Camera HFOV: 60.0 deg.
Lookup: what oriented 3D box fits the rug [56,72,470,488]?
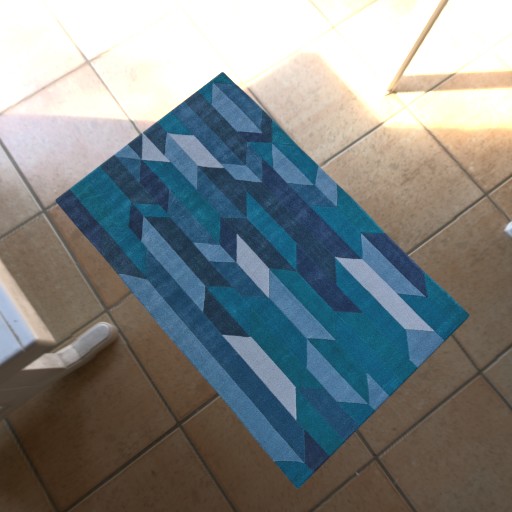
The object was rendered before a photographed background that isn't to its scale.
[{"bbox_3d":[0.000,0.000,2.933,1.528,0.005,2.420,-41,80,-9],"label":"rug"}]
